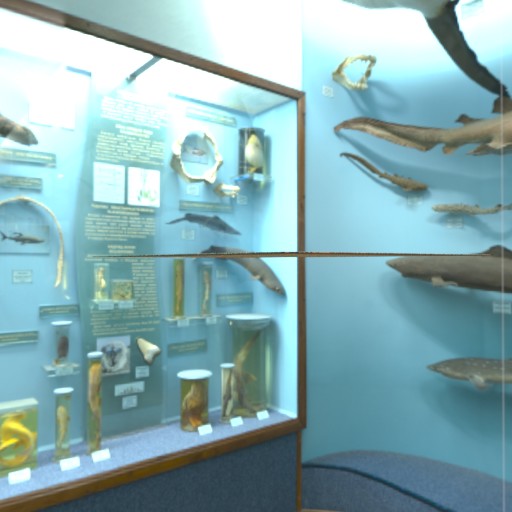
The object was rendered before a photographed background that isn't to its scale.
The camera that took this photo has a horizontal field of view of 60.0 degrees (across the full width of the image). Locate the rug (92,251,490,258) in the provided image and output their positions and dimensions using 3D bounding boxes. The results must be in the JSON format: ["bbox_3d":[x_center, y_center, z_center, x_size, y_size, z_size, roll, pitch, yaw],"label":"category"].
[{"bbox_3d":[0.000,0.000,3.018,1.521,0.006,2.435,0,-1,-36],"label":"rug"}]
